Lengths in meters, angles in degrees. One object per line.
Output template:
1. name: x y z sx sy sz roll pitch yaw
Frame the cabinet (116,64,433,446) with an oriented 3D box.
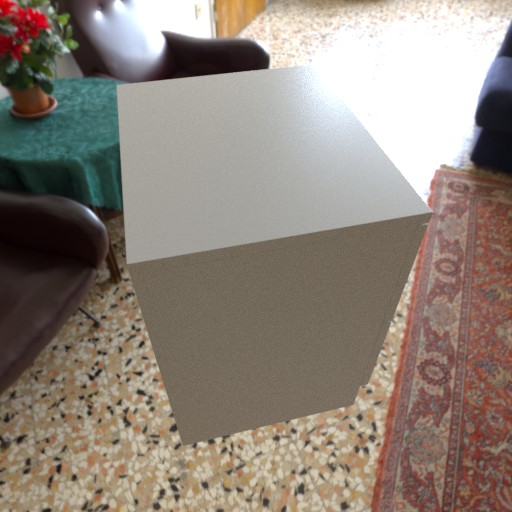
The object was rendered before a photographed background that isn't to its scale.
1. cabinet: 0.000 0.000 0.770 0.360 0.470 0.400 -10 47 -9
